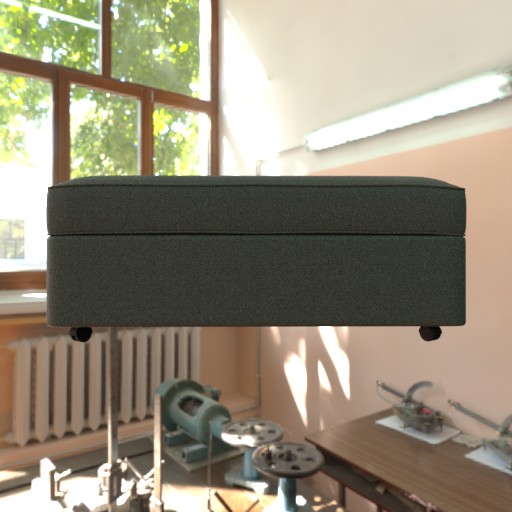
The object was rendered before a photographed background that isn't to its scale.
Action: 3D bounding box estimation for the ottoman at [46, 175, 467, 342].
[{"bbox_3d":[0.000,0.000,1.540,1.173,0.494,0.681,0,0,-1],"label":"ottoman"}]
